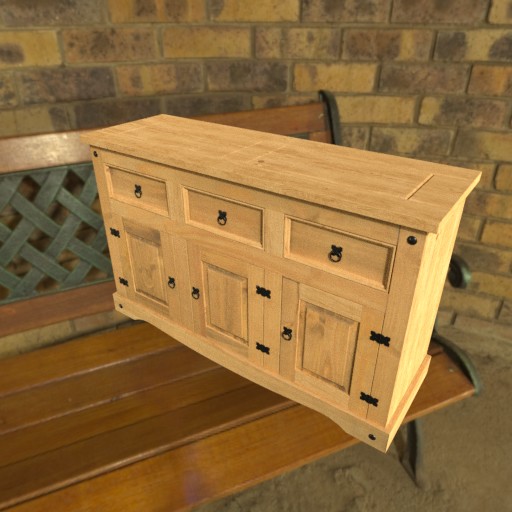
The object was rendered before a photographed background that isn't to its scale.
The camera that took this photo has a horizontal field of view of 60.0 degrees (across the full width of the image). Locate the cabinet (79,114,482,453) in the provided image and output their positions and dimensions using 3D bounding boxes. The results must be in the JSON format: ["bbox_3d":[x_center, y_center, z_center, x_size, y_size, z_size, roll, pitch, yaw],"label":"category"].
[{"bbox_3d":[0.000,0.000,1.682,1.321,0.810,0.432,20,35,30],"label":"cabinet"}]
